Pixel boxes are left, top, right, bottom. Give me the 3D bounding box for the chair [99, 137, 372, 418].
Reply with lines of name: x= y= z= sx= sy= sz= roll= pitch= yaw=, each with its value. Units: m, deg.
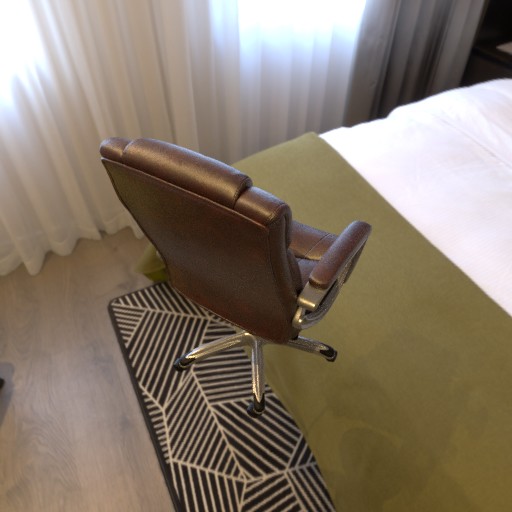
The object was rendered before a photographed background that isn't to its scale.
chair: x=0.000 y=0.000 z=1.548 sx=0.656 sy=1.128 sz=0.692 roll=24 pitch=50 yaw=22
